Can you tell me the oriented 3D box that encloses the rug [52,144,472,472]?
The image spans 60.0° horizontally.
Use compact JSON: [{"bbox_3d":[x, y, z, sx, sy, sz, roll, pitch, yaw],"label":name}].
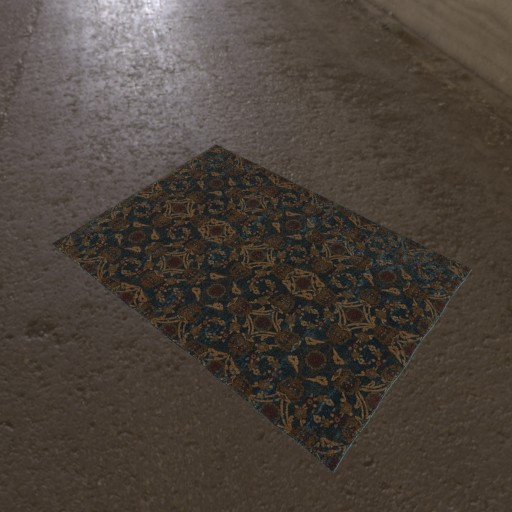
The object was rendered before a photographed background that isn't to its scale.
[{"bbox_3d":[0.000,0.000,4.240,3.291,0.013,2.337,31,54,26],"label":"rug"}]
